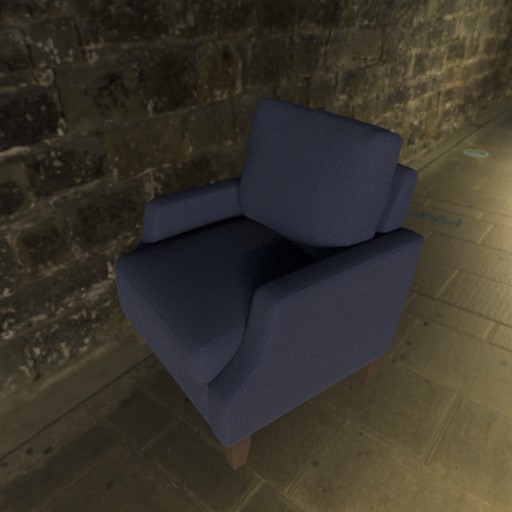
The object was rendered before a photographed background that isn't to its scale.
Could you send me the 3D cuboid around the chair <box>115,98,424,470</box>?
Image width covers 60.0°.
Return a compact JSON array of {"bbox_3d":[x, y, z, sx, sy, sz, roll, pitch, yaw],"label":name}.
[{"bbox_3d":[0.000,0.000,1.656,0.897,0.991,0.855,-20,36,-30],"label":"chair"}]
